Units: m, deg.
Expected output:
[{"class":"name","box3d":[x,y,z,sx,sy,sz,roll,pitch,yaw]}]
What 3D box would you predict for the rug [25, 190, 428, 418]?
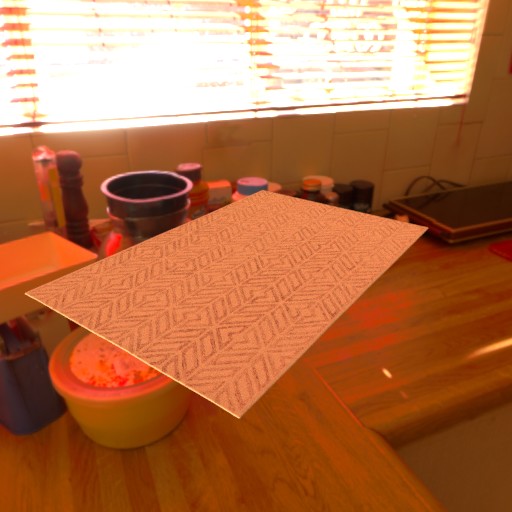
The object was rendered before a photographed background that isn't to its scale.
[{"class":"rug","box3d":[0.000,0.000,2.314,1.220,0.007,1.828,18,32,32]}]
